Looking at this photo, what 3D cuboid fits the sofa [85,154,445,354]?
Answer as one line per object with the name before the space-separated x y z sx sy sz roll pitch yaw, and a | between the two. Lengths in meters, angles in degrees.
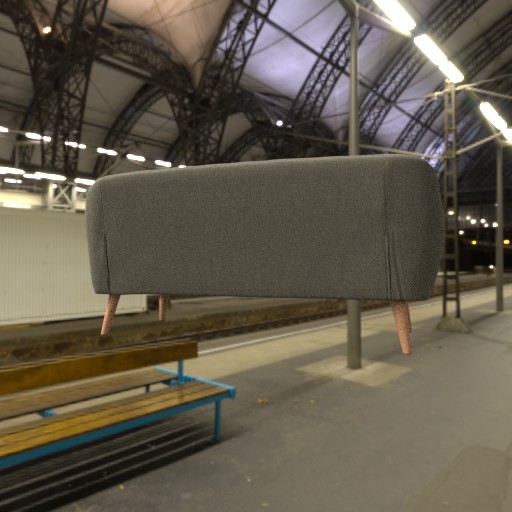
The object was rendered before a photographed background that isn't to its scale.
sofa | 0.000 0.000 2.334 1.840 0.820 0.820 0 -1 19
